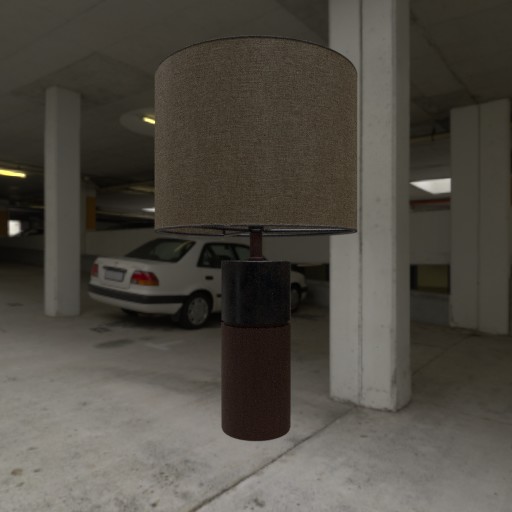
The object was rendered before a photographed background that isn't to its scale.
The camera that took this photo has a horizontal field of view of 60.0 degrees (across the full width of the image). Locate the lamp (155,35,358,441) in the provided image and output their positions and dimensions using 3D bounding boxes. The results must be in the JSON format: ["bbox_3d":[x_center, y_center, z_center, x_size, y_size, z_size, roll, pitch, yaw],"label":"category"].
[{"bbox_3d":[0.000,0.000,0.452,0.202,0.350,0.202,0,0,0],"label":"lamp"}]
